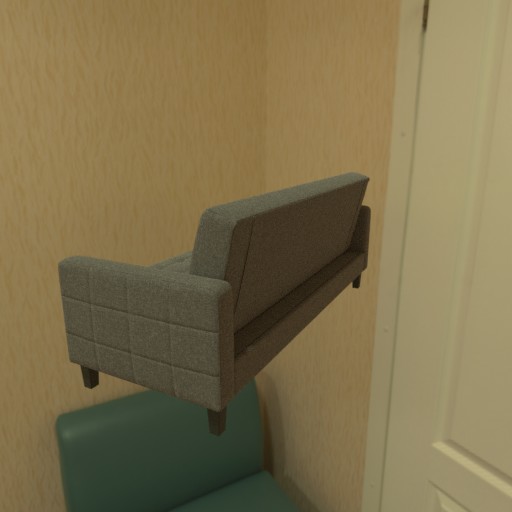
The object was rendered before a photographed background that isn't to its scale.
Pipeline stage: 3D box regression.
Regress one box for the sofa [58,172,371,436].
[{"bbox_3d":[0.000,0.000,2.536,0.810,0.850,2.040,8,17,27],"label":"sofa"}]
